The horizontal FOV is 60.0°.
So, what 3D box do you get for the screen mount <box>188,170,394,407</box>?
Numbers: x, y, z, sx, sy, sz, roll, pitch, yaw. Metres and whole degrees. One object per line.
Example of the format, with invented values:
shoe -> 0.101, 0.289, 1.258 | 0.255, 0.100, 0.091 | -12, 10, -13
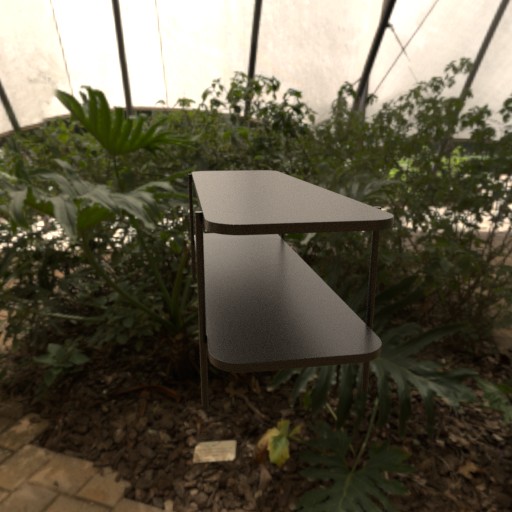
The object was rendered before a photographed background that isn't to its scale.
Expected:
screen mount -> 0.000, 0.000, 1.417 | 0.400, 0.447, 1.200 | -2, 15, -9
